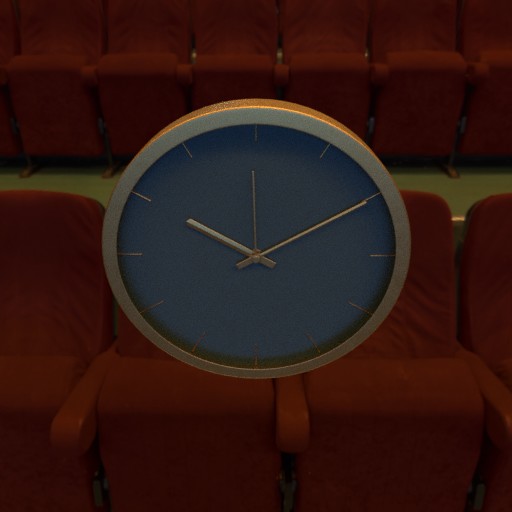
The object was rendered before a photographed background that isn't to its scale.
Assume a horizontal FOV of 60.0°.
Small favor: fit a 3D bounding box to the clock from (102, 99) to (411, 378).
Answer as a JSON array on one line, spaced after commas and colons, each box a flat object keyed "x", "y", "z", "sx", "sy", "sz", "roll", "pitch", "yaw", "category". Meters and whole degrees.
[{"x": 0.000, "y": 0.000, "z": 0.471, "sx": 0.314, "sy": 0.314, "sz": 0.040, "roll": 0, "pitch": 29, "yaw": 1, "category": "clock"}]
